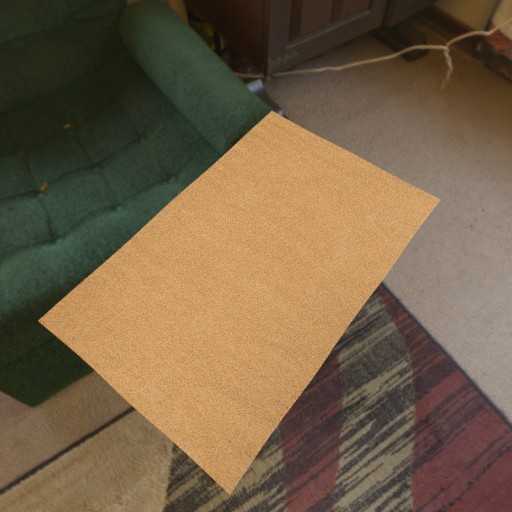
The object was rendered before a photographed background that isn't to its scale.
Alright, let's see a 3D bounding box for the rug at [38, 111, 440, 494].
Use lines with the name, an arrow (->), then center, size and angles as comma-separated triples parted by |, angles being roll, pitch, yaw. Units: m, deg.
rug -> 0.000, 0.000, 2.921 | 1.500, 0.025, 2.346 | 34, 64, 19
